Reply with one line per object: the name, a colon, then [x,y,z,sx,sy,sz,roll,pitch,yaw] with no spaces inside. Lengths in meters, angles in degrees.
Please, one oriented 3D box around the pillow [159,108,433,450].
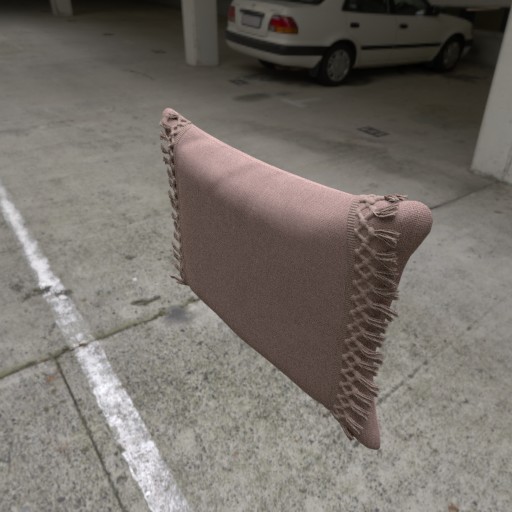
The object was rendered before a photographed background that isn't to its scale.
pillow: [0.000,0.000,0.580,0.084,0.305,0.466,-20,36,-31]
